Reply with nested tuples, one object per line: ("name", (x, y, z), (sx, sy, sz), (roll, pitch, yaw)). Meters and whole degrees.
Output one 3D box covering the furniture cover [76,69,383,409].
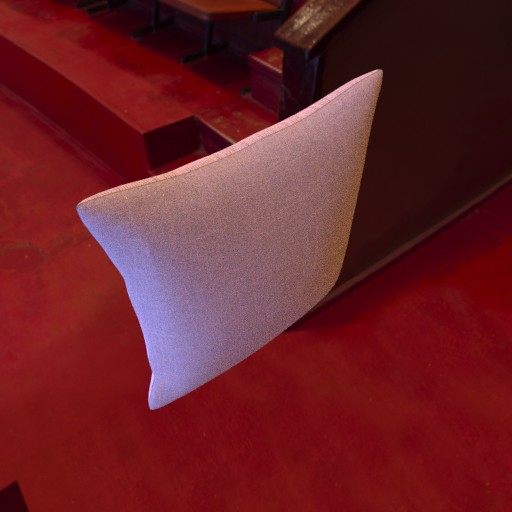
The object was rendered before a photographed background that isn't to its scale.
("furniture cover", (0.000, 0.000, 0.760), (0.512, 0.506, 0.178), (-32, 55, -26))
